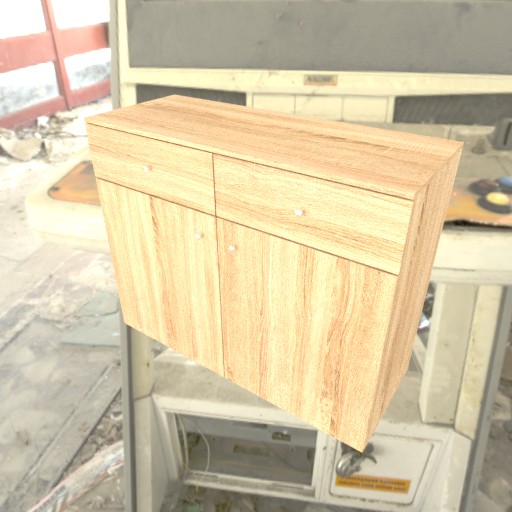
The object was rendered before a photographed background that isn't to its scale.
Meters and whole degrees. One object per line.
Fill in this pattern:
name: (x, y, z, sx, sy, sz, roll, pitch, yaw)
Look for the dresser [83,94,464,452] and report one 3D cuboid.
dresser: (0.000, 0.000, 1.579, 1.100, 0.900, 0.450, 20, 37, 29)
